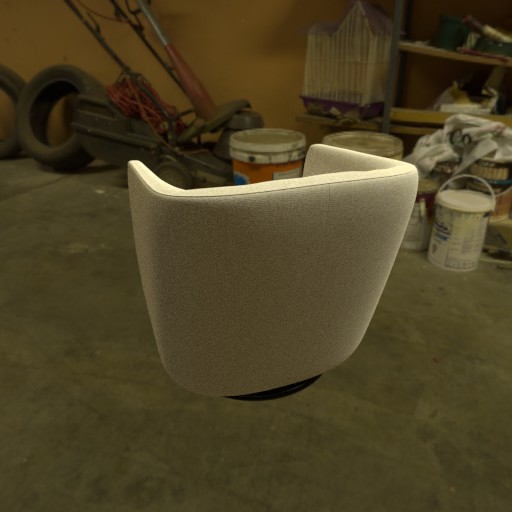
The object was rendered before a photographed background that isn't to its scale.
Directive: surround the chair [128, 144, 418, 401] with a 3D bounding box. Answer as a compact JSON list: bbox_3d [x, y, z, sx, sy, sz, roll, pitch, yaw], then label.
[{"bbox_3d":[0.000,0.000,1.637,0.822,0.861,0.986,-10,28,-18],"label":"chair"}]
